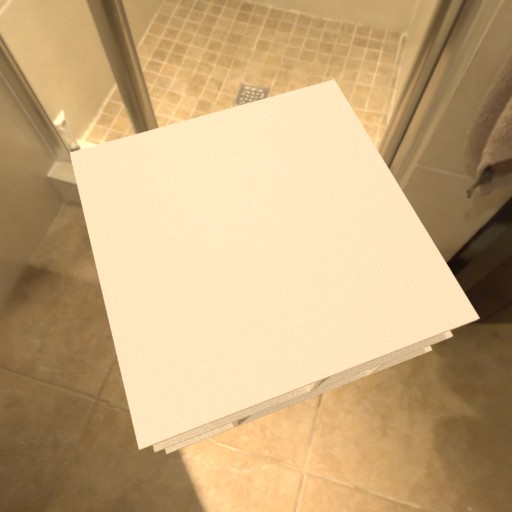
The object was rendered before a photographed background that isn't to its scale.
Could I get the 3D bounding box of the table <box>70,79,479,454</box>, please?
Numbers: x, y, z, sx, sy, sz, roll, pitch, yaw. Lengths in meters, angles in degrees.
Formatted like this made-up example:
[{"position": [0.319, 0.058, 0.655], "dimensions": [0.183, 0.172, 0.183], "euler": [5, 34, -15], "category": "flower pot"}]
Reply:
[{"position": [0.000, 0.000, 1.109], "dimensions": [0.700, 0.289, 0.700], "euler": [-18, 66, -9], "category": "table"}]
